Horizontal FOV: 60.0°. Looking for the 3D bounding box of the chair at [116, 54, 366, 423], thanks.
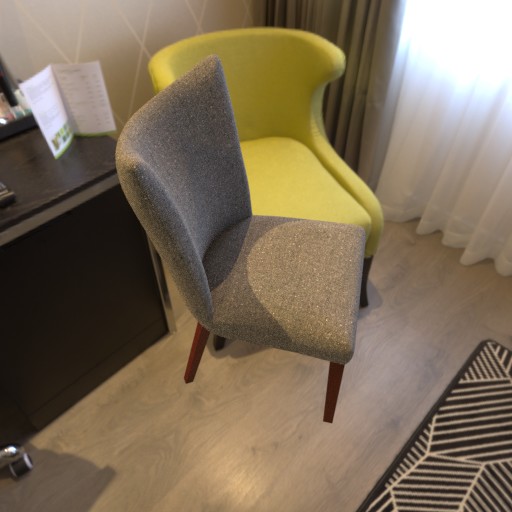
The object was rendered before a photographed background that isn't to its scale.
[{"bbox_3d":[0.000,0.000,1.291,0.623,0.924,0.535,10,47,9],"label":"chair"}]
